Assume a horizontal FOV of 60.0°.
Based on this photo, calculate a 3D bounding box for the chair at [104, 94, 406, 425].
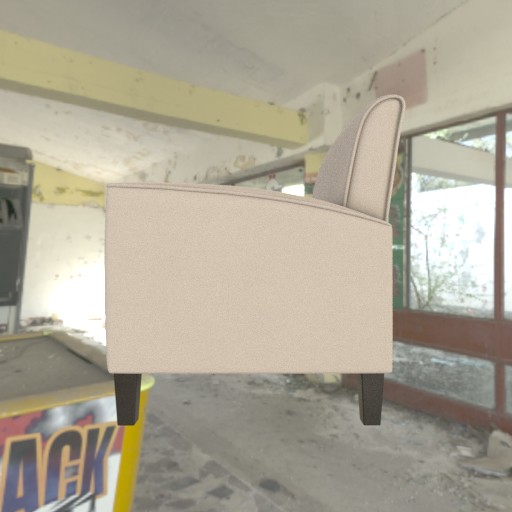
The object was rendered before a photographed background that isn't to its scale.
[{"bbox_3d":[0.000,0.000,1.566,0.820,0.915,0.820,0,0,0],"label":"chair"}]
